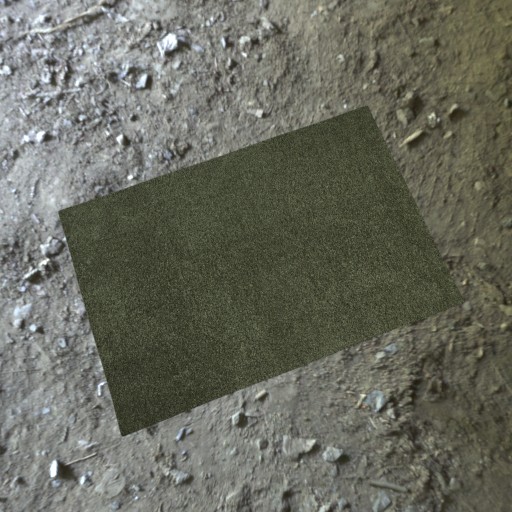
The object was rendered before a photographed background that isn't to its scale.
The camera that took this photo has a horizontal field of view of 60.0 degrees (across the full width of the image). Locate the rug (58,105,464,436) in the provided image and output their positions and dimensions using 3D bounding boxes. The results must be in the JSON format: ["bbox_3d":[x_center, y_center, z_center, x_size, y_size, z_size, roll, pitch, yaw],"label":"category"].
[{"bbox_3d":[0.000,0.000,3.448,2.699,0.026,1.802,-20,77,-5],"label":"rug"}]
